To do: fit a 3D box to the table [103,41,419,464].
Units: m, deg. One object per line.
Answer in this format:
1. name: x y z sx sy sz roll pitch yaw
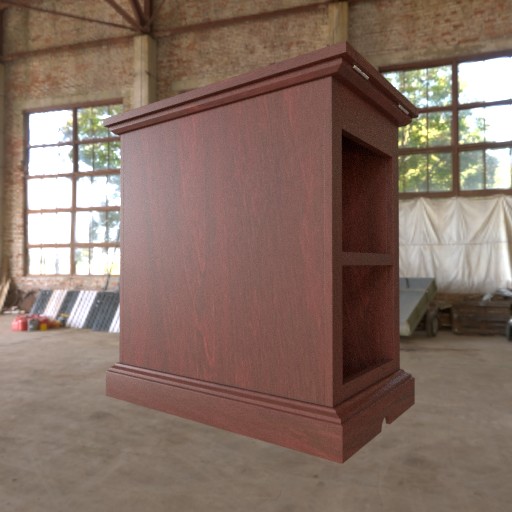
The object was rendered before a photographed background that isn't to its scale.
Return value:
1. table: 0.000 0.000 0.952 0.584 0.612 0.356 -1 -1 36
